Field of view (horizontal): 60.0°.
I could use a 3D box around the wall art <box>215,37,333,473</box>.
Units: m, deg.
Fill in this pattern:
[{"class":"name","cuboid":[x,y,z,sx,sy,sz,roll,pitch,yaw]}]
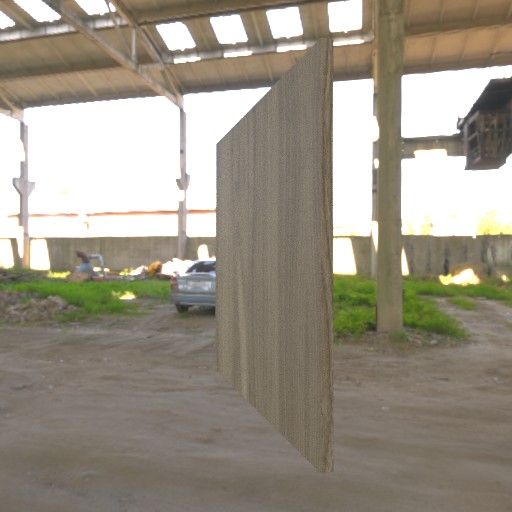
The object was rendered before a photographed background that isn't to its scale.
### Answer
[{"class":"wall art","cuboid":[0.000,0.000,0.758,0.016,0.507,0.508,0,0,-19]}]
